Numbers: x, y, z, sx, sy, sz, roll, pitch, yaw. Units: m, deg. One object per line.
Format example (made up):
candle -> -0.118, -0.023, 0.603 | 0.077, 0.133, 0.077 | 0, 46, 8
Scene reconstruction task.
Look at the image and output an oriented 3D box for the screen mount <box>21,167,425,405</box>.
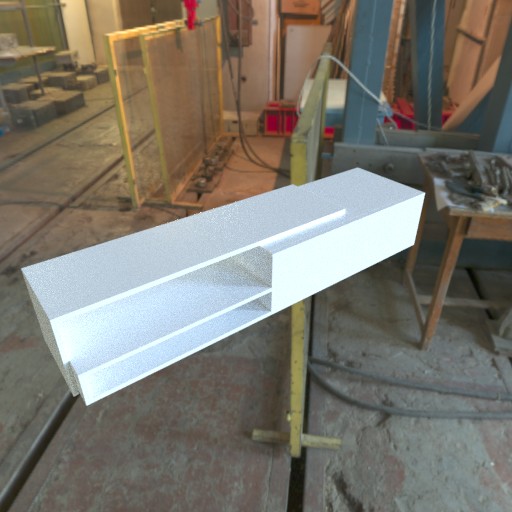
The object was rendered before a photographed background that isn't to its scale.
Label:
screen mount -> 0.000, 0.000, 1.874 | 1.680, 0.320, 0.420 | -22, 38, -31
